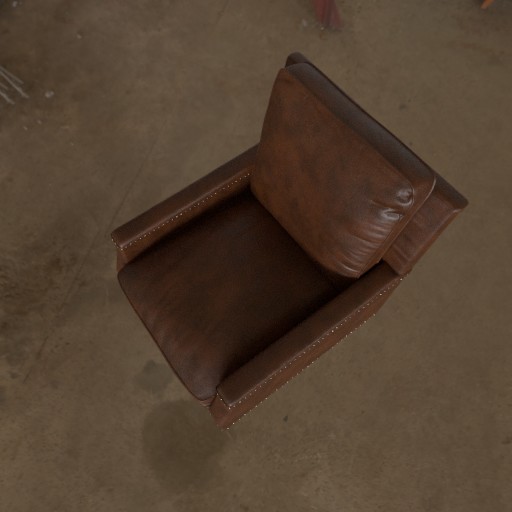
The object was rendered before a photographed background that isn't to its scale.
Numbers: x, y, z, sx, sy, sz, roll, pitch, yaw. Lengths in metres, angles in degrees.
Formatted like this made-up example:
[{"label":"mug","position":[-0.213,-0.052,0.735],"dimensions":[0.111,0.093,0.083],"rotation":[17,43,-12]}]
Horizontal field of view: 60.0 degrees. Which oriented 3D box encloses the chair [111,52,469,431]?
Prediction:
[{"label":"chair","position":[0.000,0.000,1.785],"dimensions":[1.035,1.054,0.854],"rotation":[-34,68,-15]}]
